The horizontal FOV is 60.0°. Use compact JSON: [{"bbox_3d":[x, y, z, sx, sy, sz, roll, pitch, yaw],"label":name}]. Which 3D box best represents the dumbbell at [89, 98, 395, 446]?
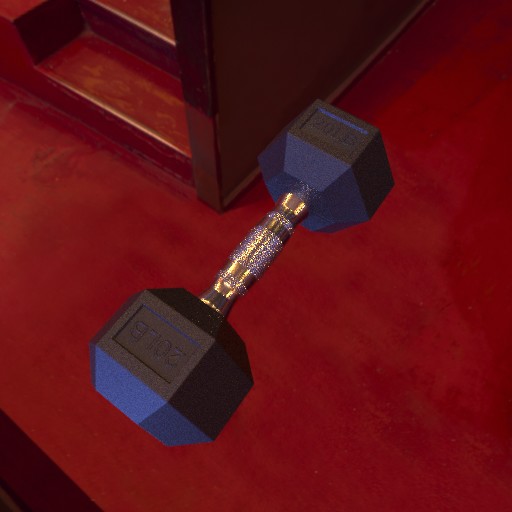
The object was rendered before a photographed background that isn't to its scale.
[{"bbox_3d":[0.000,0.000,0.326,0.106,0.092,0.272,32,67,16],"label":"dumbbell"}]
